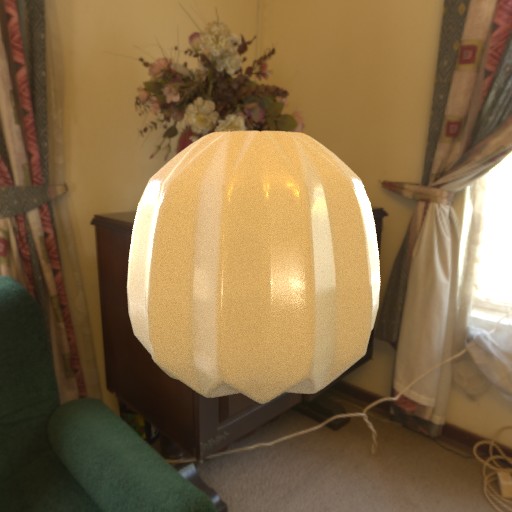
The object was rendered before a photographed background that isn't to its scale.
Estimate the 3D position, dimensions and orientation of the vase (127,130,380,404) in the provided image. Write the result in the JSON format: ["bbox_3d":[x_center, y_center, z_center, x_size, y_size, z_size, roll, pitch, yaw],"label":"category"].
[{"bbox_3d":[0.000,0.000,0.251,0.139,0.134,0.139,0,12,0],"label":"vase"}]
